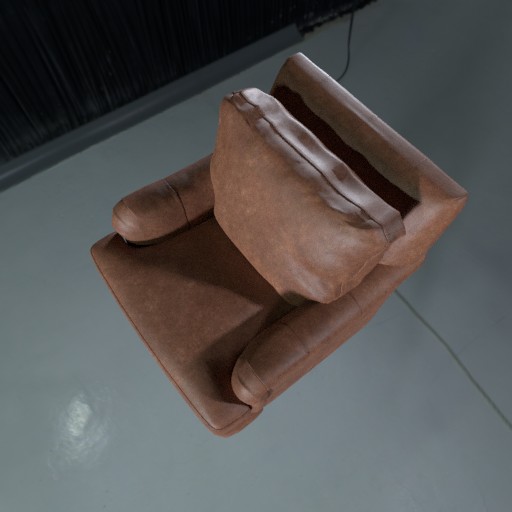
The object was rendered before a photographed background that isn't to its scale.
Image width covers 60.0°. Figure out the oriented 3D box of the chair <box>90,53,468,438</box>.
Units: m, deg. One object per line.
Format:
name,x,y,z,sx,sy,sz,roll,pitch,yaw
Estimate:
chair,0.000,0.000,1.889,1.158,1.055,0.986,-35,69,-16
